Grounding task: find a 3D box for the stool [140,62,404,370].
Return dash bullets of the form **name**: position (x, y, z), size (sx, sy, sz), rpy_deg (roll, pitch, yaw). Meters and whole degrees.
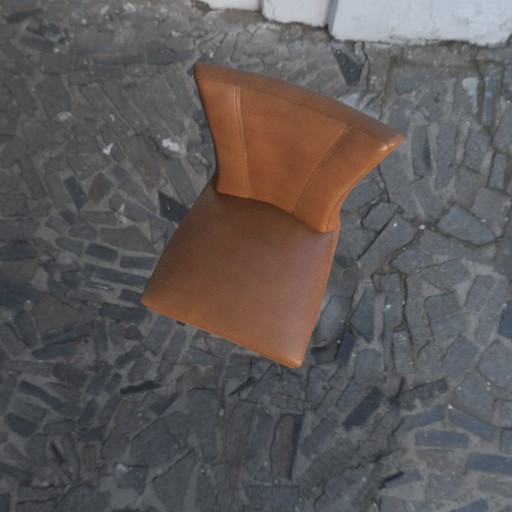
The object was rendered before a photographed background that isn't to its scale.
- **stool**: position (0.000, 0.000, 1.459), size (0.522, 1.094, 0.585), rpy_deg (21, 76, 5)
